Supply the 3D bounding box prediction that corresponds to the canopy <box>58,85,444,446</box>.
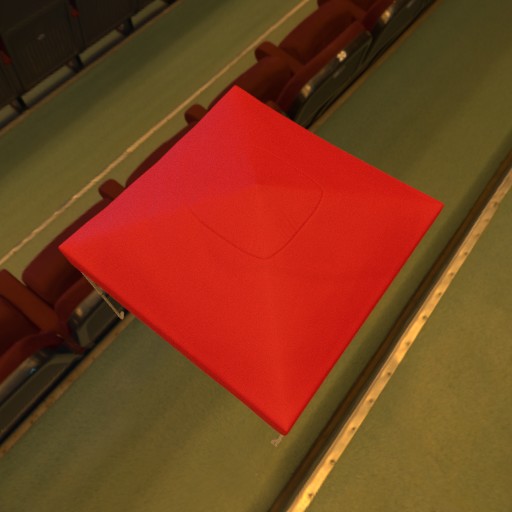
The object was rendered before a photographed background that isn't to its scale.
[{"bbox_3d":[0.000,0.000,5.439,2.998,2.997,2.996,35,69,16],"label":"canopy"}]
